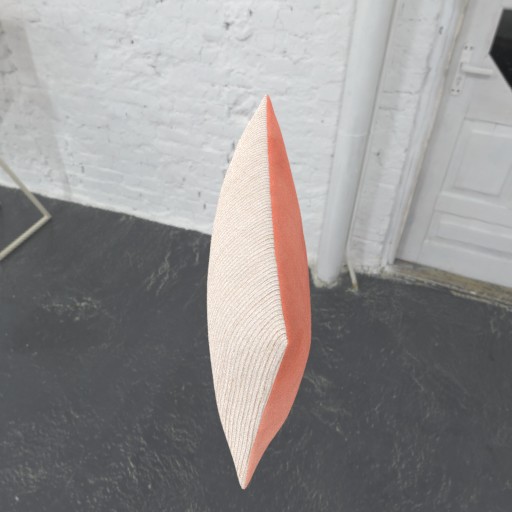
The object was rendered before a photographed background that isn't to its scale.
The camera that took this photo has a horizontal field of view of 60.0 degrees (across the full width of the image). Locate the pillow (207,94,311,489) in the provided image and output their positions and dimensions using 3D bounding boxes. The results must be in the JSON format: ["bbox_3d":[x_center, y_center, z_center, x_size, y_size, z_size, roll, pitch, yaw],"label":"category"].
[{"bbox_3d":[0.000,0.000,0.727,0.155,0.307,0.608,0,40,-1],"label":"pillow"}]
